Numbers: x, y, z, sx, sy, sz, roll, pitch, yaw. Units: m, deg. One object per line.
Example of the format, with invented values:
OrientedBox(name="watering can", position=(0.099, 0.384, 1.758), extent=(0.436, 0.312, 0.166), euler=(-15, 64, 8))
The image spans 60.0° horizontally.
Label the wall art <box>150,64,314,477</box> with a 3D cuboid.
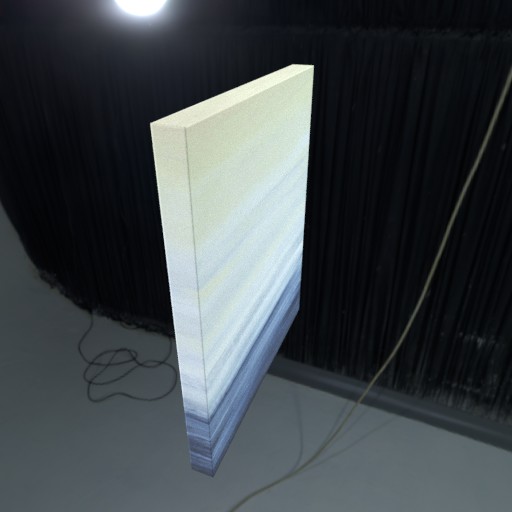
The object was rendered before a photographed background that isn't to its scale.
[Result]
OrientedBox(name="wall art", position=(0.000, 0.000, 0.703), extent=(0.037, 0.511, 0.435), euler=(11, 32, 18))
